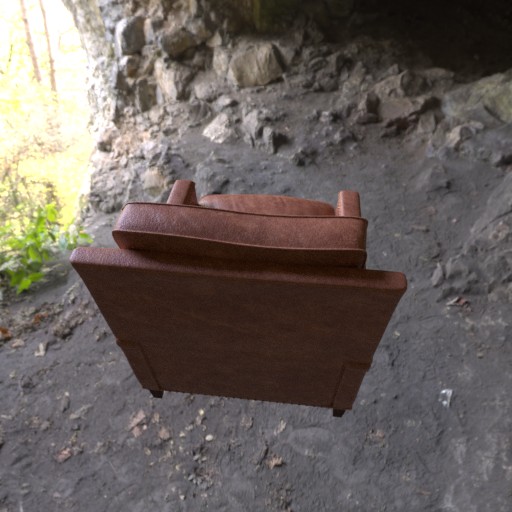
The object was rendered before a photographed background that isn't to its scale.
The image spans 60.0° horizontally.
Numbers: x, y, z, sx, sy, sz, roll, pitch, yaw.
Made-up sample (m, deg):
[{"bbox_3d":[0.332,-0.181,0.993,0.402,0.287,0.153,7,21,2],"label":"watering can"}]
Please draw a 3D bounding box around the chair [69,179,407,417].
[{"bbox_3d":[0.000,0.000,1.766,0.854,1.054,1.035,5,45,4],"label":"chair"}]
